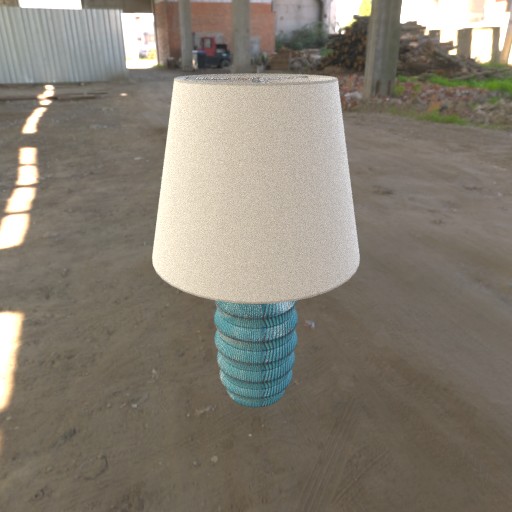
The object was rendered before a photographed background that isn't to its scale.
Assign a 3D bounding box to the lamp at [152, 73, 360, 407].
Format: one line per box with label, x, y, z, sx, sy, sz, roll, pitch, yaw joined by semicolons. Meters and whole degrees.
lamp;0.000;0.000;0.778;0.355;0.582;0.355;0;25;0
